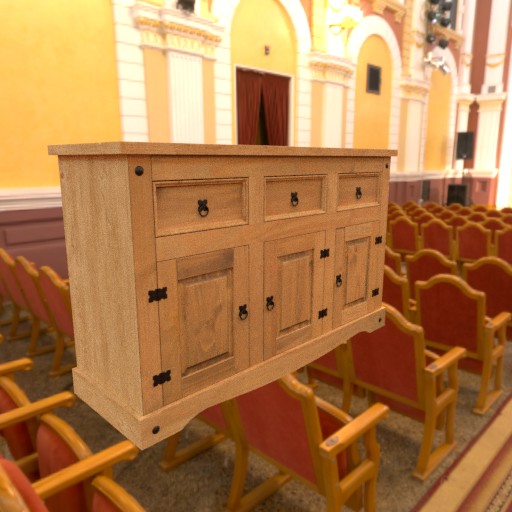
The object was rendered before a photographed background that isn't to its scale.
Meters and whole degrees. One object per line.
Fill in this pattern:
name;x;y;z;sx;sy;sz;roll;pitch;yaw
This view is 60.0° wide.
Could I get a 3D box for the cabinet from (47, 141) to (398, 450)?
cabinet;0.000;0.000;1.709;0.432;0.810;1.321;12;17;44
